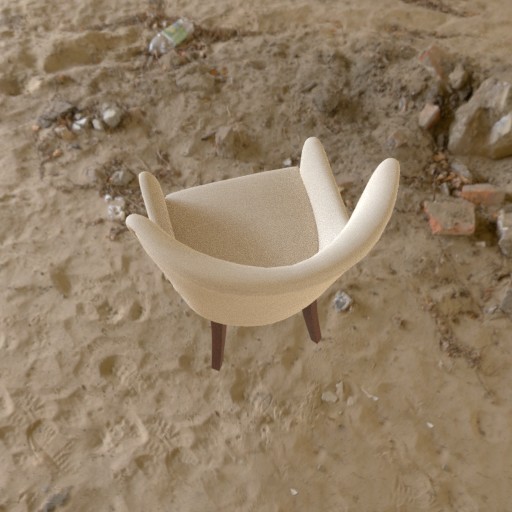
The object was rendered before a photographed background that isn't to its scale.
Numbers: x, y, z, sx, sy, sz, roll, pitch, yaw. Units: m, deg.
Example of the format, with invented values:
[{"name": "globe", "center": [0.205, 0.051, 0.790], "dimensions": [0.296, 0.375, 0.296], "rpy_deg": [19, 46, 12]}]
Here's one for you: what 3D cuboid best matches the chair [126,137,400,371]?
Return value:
[{"name": "chair", "center": [0.000, 0.000, 1.535], "dimensions": [0.696, 0.990, 0.744], "rpy_deg": [-14, 59, -8]}]
